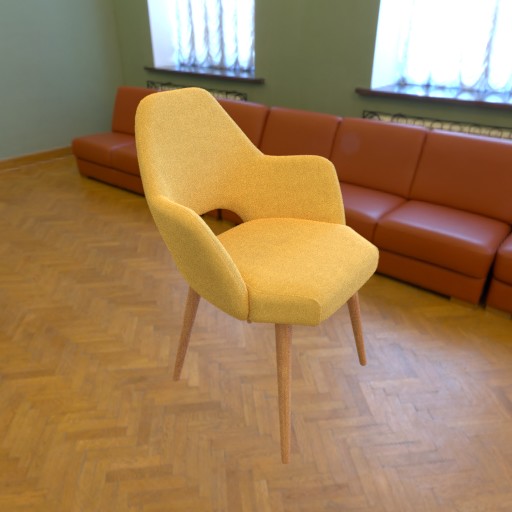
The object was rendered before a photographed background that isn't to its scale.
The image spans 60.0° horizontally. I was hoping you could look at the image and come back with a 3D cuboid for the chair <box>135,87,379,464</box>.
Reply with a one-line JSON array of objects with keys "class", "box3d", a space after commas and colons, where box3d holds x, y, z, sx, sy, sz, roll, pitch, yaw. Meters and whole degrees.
[{"class": "chair", "box3d": [0.000, 0.000, 1.254, 0.610, 0.840, 0.590, 20, 34, 32]}]
